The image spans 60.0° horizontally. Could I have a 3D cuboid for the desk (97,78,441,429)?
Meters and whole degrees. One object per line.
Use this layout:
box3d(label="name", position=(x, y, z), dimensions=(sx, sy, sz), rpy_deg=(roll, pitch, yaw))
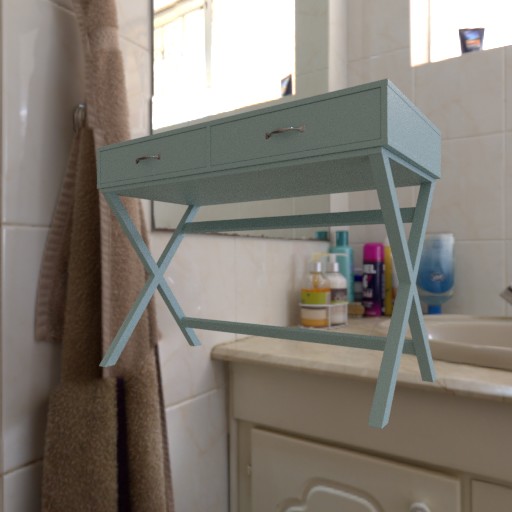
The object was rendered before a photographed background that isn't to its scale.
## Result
box3d(label="desk", position=(0.000, 0.000, 1.483), dimensions=(1.057, 0.780, 0.525), rpy_deg=(0, -1, 35))
